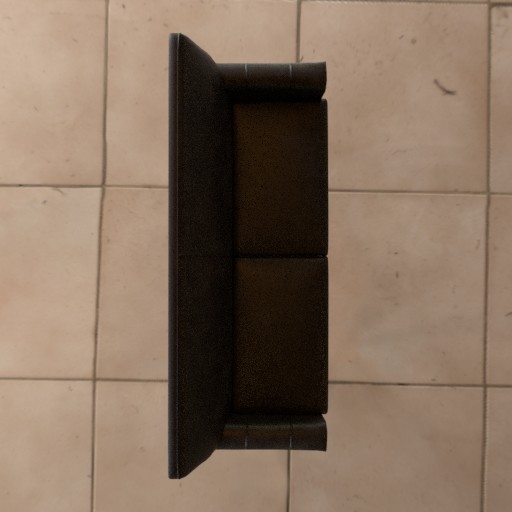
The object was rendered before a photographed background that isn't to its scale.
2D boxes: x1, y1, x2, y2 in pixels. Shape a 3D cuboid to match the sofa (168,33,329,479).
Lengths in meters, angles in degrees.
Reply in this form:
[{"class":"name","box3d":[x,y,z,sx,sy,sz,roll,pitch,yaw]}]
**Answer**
[{"class":"sofa","box3d":[0.000,0.000,2.472,0.805,0.947,2.053,0,90,-1]}]
